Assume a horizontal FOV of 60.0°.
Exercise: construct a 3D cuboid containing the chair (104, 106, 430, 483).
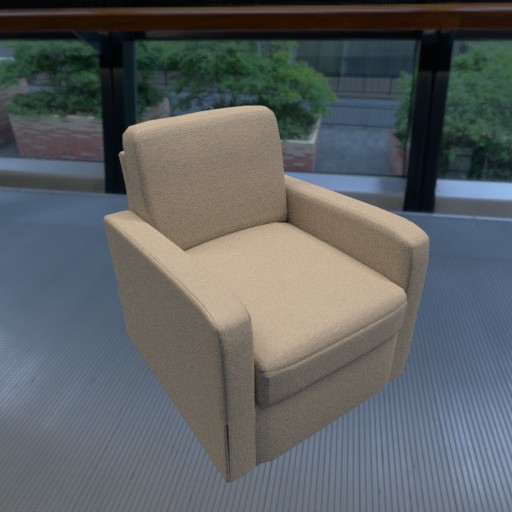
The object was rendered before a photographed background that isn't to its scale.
[{"bbox_3d":[0.000,0.000,1.488,0.755,0.827,0.888,-20,36,-29],"label":"chair"}]
